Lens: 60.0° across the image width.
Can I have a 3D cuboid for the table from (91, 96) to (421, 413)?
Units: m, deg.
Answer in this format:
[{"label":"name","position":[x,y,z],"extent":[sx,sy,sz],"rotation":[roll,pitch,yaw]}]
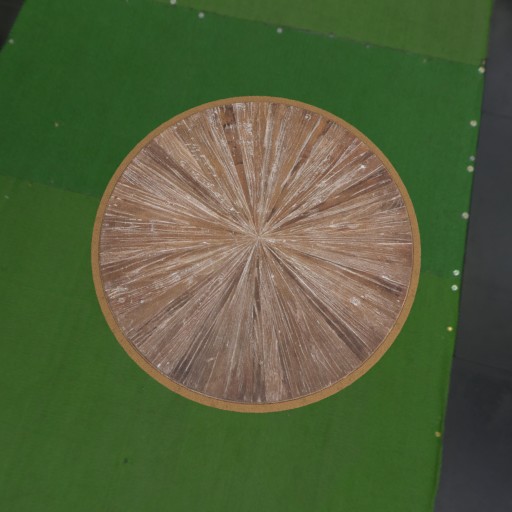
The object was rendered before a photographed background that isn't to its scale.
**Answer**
[{"label":"table","position":[0.000,0.000,1.542],"extent":[1.001,0.409,1.001],"rotation":[0,75,0]}]
